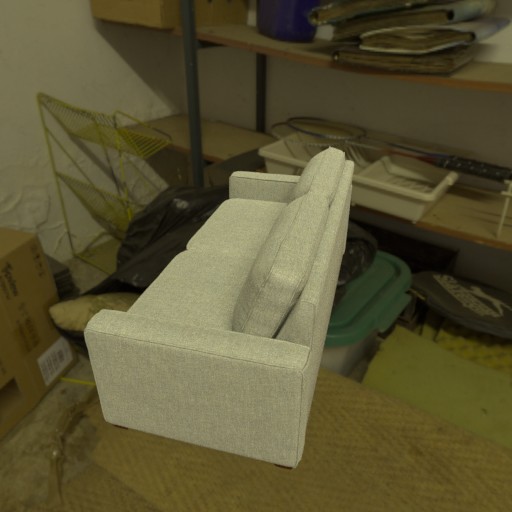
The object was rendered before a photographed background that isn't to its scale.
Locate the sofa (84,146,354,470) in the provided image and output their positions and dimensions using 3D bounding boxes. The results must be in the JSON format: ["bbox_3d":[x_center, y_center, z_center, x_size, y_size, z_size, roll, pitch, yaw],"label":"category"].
[{"bbox_3d":[0.000,0.000,2.625,0.945,0.918,2.078,8,30,13],"label":"sofa"}]
